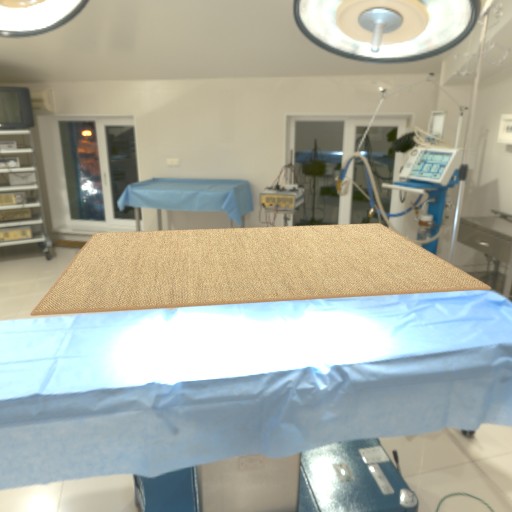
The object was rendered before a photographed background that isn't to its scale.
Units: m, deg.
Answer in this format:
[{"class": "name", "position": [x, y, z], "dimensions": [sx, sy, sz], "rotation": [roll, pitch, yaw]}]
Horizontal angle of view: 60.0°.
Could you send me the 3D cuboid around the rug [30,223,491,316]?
[{"class": "rug", "position": [0.000, 0.000, 2.072], "dimensions": [1.668, 0.012, 1.061], "rotation": [-2, 18, -8]}]
